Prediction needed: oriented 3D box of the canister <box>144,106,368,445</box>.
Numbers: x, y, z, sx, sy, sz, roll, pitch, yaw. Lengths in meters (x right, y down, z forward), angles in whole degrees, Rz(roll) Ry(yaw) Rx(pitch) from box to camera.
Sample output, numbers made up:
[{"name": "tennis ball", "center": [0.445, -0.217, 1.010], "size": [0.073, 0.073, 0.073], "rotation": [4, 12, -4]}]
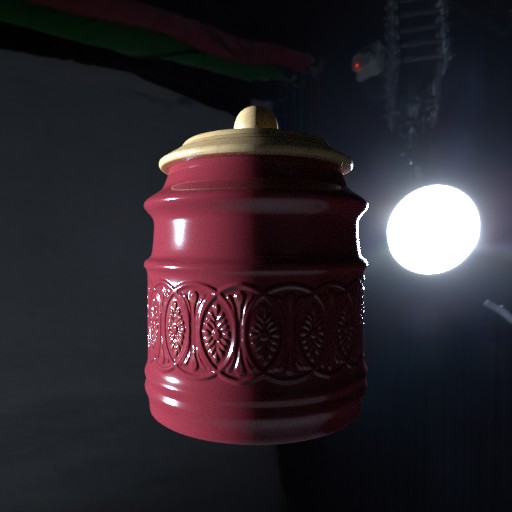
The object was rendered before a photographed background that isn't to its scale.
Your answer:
[{"name": "canister", "center": [0.000, 0.000, 0.265], "size": [0.130, 0.176, 0.130], "rotation": [0, 1, 0]}]
